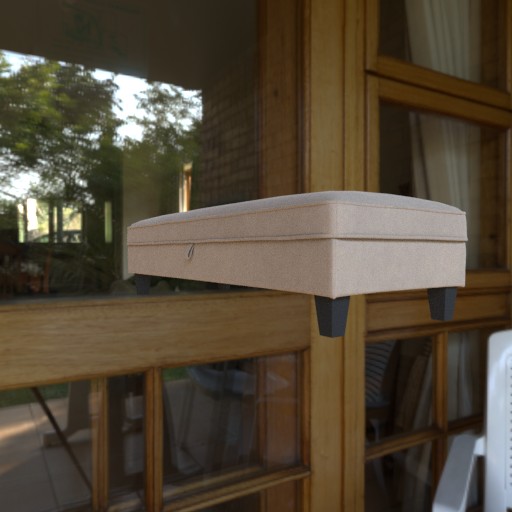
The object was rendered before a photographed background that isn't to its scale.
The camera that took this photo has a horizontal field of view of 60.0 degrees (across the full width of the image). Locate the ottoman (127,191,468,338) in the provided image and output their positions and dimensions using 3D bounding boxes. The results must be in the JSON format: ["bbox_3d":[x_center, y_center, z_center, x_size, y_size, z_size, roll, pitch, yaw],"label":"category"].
[{"bbox_3d":[0.000,0.000,2.107,0.735,0.460,1.726,0,1,-35],"label":"ottoman"}]
